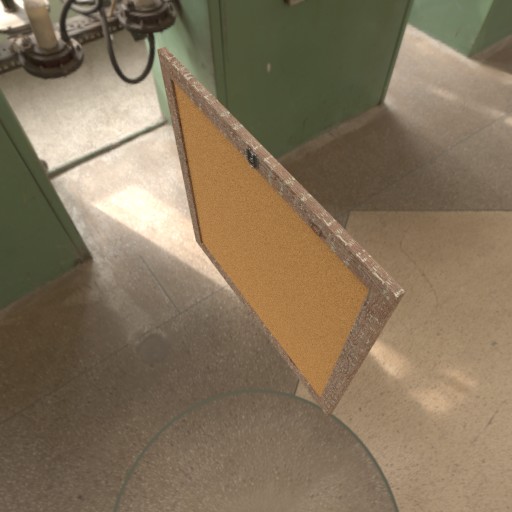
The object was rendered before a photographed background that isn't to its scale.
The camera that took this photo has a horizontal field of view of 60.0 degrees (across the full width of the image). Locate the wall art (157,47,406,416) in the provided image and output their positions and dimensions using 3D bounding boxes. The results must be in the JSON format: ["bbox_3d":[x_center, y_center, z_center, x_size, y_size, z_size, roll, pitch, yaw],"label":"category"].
[{"bbox_3d":[0.000,0.000,0.582,0.012,0.384,0.384,-30,62,-18],"label":"wall art"}]
